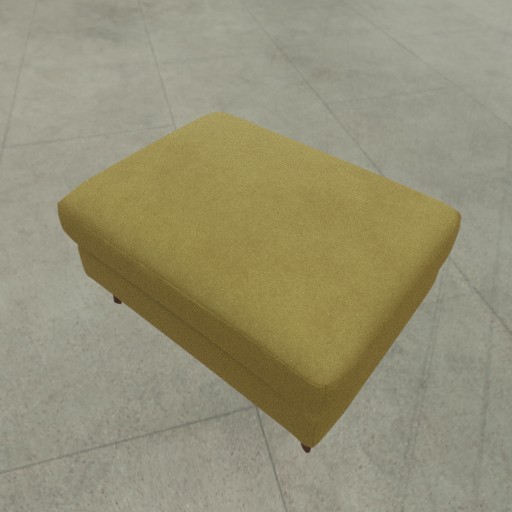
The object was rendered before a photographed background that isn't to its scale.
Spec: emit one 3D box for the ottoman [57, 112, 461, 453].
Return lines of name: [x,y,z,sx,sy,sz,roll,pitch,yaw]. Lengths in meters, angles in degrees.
ottoman: [0.000,0.000,1.156,0.811,0.449,0.608,30,53,26]
